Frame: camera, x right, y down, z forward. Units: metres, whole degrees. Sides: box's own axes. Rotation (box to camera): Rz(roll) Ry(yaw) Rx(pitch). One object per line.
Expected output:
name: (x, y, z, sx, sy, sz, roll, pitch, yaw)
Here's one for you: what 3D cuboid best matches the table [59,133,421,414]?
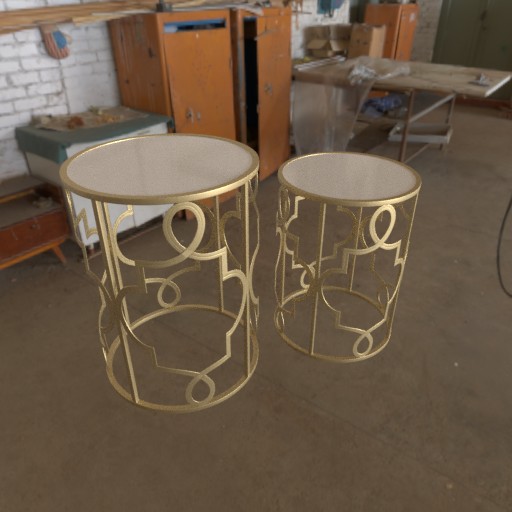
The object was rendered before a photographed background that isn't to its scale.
table: (0.000, 0.000, 1.165, 0.846, 0.564, 0.420, -9, 32, -15)
